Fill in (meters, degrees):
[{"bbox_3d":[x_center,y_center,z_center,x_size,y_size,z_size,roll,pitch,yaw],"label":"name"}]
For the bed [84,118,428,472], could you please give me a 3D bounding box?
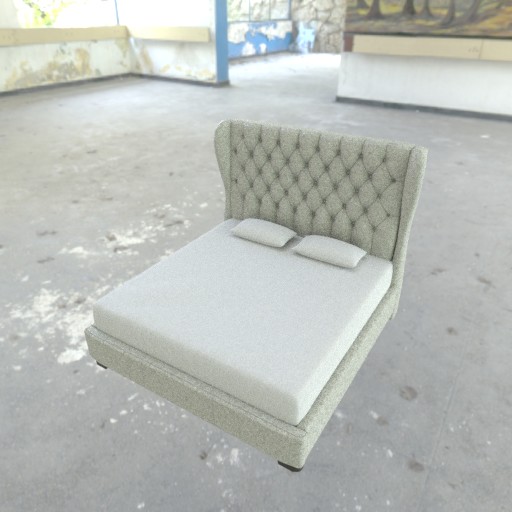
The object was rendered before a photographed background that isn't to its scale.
[{"bbox_3d":[0.000,0.000,3.961,2.219,1.771,2.347,17,34,28],"label":"bed"}]
